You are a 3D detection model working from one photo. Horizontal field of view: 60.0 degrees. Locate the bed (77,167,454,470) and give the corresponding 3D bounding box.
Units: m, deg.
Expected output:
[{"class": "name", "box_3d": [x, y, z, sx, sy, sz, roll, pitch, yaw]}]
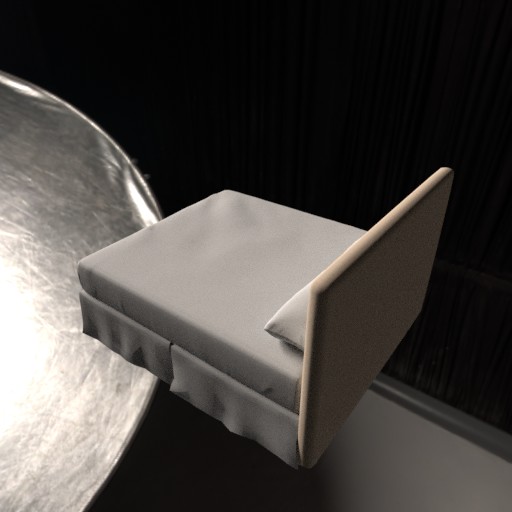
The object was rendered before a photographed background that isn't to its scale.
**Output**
[{"class": "bed", "box_3d": [0.000, 0.000, 3.328, 2.142, 1.330, 1.884, 21, 37, 31]}]
